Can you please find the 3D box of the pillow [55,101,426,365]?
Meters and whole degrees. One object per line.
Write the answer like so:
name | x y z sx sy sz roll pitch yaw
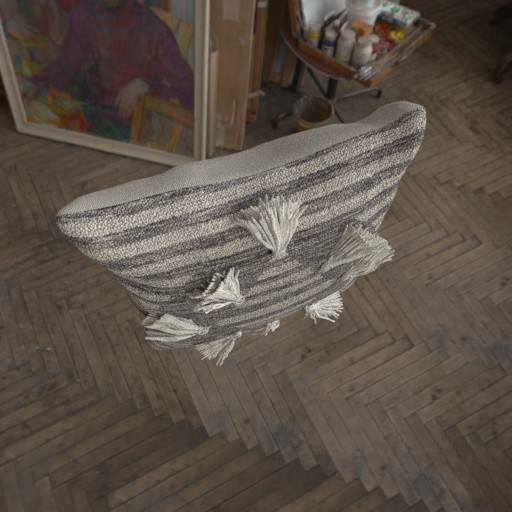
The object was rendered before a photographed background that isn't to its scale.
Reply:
pillow | 0.000 0.000 0.747 0.484 0.490 0.234 -19 65 -9
